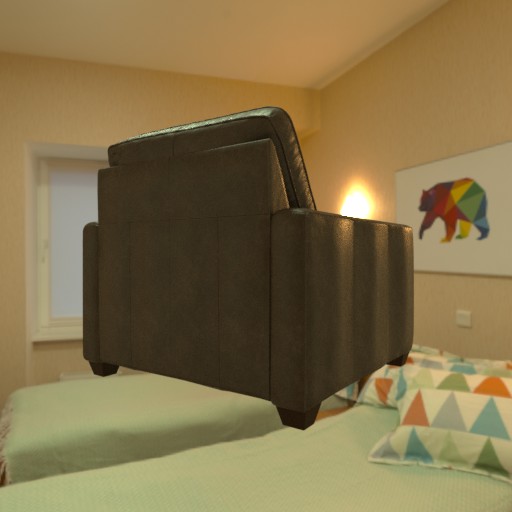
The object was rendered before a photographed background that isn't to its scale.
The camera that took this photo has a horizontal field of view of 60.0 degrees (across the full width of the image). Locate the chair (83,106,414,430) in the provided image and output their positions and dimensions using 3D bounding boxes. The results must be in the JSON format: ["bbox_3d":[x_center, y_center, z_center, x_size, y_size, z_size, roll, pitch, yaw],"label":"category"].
[{"bbox_3d":[0.000,0.000,1.787,1.006,0.916,0.939,0,1,36],"label":"chair"}]
